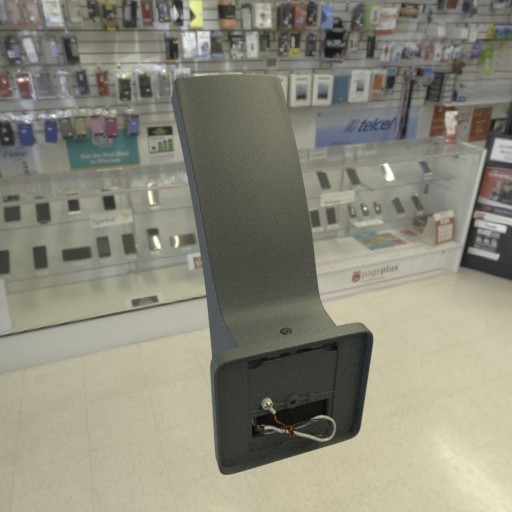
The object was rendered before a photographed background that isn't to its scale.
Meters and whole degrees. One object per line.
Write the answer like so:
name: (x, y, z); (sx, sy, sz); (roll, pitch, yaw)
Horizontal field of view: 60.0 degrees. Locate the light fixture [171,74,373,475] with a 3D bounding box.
light fixture: (0.000, 0.000, 0.332); (0.108, 0.243, 0.174); (-9, 28, -17)
